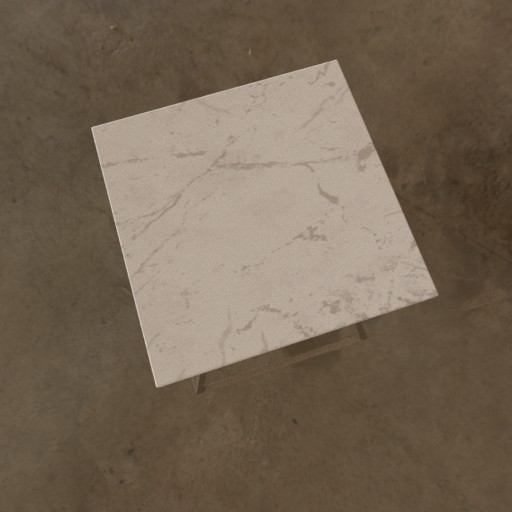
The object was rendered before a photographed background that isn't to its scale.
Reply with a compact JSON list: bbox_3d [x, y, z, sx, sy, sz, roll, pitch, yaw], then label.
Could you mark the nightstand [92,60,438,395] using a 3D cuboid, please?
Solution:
[{"bbox_3d":[0.000,0.000,0.917,0.455,0.554,0.455,-17,76,-5],"label":"nightstand"}]
